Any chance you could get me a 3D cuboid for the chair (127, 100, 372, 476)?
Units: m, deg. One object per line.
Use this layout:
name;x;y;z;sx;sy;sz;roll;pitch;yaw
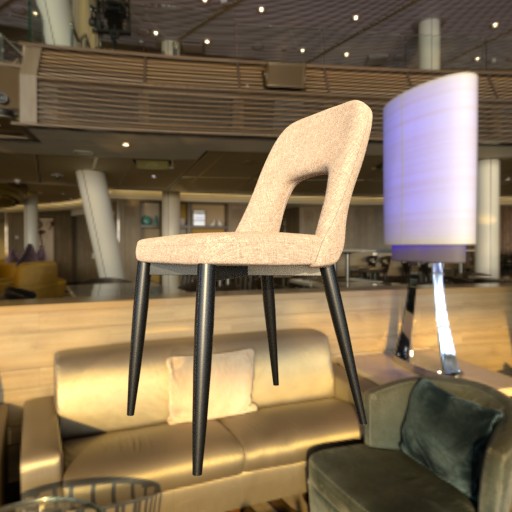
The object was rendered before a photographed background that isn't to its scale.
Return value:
chair;0.000;0.000;1.268;0.612;0.931;0.470;0;1;-35
